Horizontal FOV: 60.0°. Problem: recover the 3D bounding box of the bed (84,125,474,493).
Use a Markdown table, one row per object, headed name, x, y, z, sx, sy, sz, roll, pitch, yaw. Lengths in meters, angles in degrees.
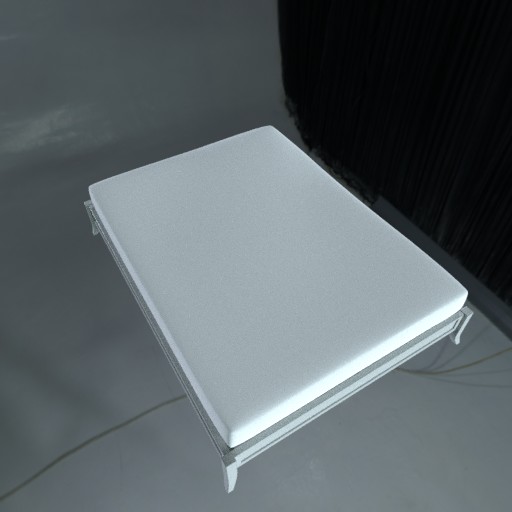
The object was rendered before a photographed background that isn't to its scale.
| name | x | y | z | sx | sy | sz | roll | pitch | yaw |
| --- | --- | --- | --- | --- | --- | --- | --- | --- | --- |
| bed | 0.000 | 0.000 | 2.830 | 1.604 | 0.510 | 2.108 | -24 | 51 | -21 |
